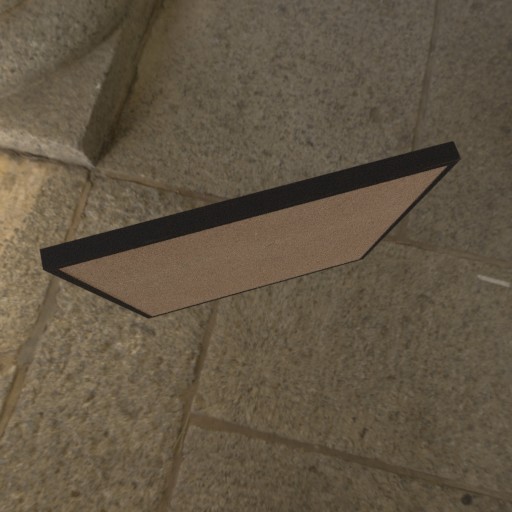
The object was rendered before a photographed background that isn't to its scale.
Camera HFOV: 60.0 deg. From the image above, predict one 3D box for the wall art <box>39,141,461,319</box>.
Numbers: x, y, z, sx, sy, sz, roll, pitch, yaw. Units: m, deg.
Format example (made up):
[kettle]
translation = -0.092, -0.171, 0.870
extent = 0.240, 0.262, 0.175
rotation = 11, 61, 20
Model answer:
[wall art]
translation = 0.000, 0.000, 1.151
extent = 0.762, 0.762, 0.038
rotation = -15, 76, -4
